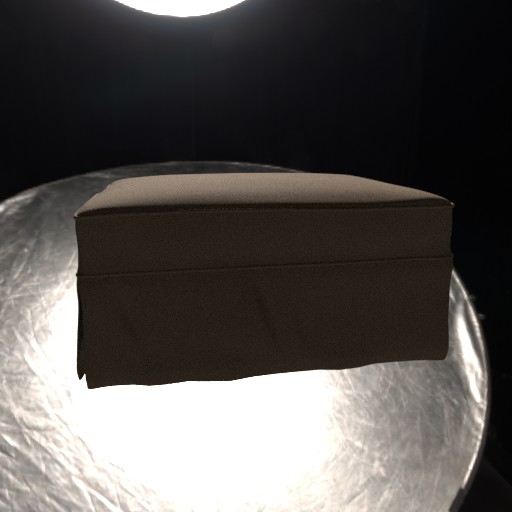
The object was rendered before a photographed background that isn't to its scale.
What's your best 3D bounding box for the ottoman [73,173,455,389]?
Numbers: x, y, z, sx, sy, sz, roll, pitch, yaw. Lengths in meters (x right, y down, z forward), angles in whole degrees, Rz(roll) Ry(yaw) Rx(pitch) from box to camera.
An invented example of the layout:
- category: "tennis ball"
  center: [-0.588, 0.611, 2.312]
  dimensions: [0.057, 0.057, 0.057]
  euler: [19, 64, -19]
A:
- category: "ottoman"
  center: [0.000, 0.000, 1.349]
  dimensions: [0.959, 0.482, 0.721]
  euler: [-3, 15, -10]
